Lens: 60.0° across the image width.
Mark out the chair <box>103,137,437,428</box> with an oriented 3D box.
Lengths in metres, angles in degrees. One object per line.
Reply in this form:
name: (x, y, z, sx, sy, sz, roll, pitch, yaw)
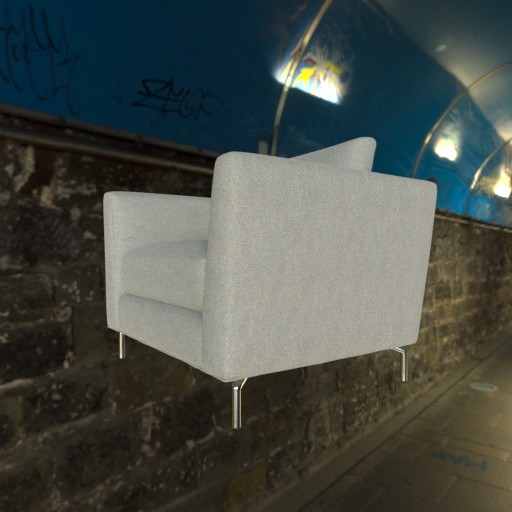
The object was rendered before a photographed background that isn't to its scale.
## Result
chair: (0.000, 0.000, 1.725, 0.889, 0.864, 1.041, -1, 1, -35)
